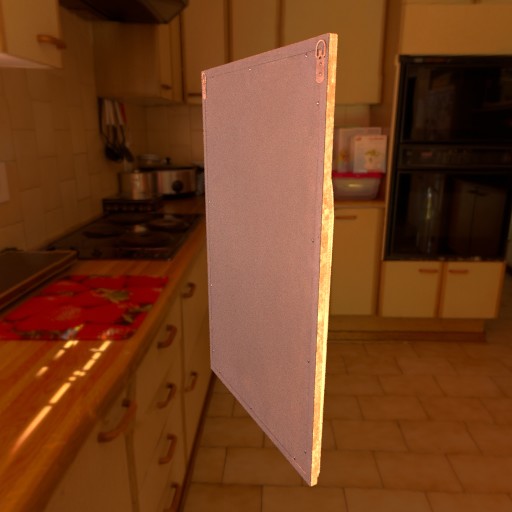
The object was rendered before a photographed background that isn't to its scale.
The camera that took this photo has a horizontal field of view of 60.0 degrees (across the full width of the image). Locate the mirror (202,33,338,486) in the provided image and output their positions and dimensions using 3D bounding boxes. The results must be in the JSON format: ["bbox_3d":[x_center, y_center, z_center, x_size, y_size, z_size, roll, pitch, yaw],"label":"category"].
[{"bbox_3d":[0.000,0.000,0.952,0.058,0.787,0.495,-8,18,-27],"label":"mirror"}]
